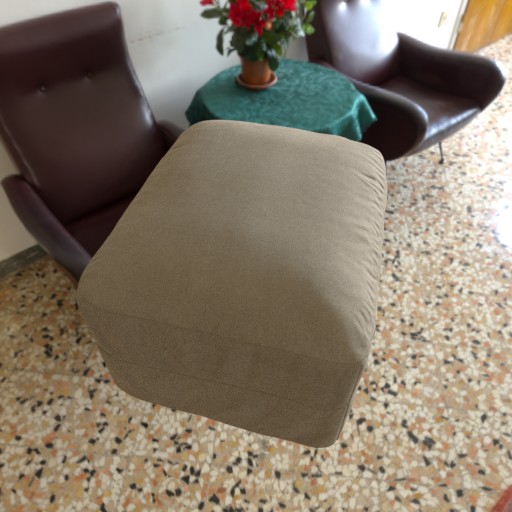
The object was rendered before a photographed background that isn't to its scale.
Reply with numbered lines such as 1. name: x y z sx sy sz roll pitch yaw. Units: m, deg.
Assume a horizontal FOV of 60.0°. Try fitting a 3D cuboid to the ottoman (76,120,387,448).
1. ottoman: 0.000 0.000 1.106 0.584 0.480 0.712 11 47 10
